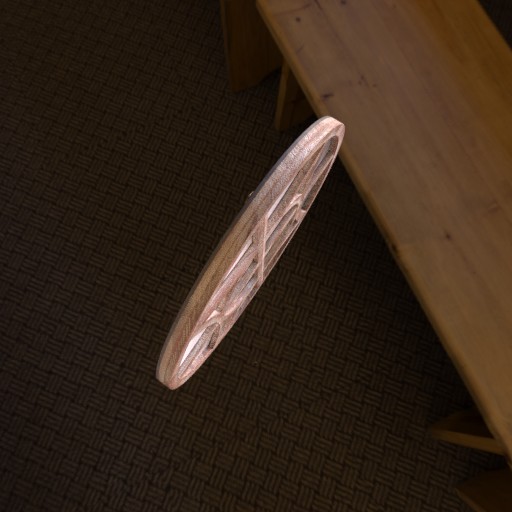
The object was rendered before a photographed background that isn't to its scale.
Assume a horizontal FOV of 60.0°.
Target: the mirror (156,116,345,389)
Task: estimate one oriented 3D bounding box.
[{"bbox_3d":[0.000,0.000,1.059,0.038,0.710,0.710,33,79,7],"label":"mirror"}]
